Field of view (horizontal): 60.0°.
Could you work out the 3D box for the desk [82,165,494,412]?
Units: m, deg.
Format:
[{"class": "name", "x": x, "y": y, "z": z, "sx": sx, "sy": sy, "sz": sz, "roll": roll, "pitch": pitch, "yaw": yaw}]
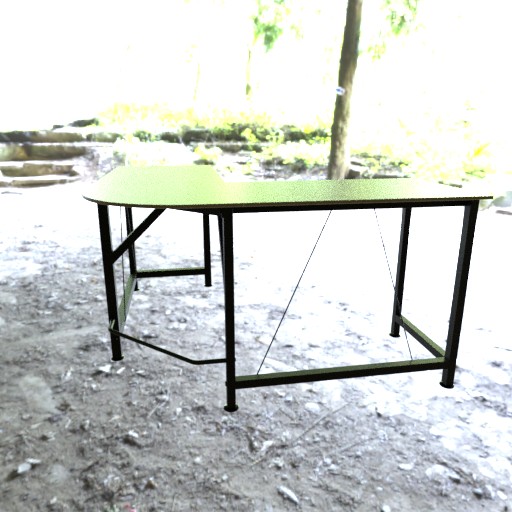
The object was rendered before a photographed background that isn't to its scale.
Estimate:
[{"class": "desk", "x": 0.000, "y": 0.000, "z": 2.161, "sx": 1.400, "sy": 0.762, "sz": 1.400, "roll": -3, "pitch": 17, "yaw": -9}]
